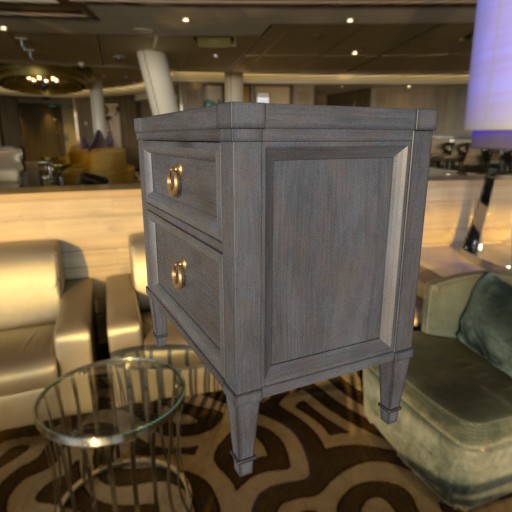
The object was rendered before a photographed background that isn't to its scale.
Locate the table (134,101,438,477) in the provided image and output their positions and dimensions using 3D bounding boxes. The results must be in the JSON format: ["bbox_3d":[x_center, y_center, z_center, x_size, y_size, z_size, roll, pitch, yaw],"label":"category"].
[{"bbox_3d":[0.000,0.000,1.087,0.413,0.660,0.660,-7,17,-26],"label":"table"}]
